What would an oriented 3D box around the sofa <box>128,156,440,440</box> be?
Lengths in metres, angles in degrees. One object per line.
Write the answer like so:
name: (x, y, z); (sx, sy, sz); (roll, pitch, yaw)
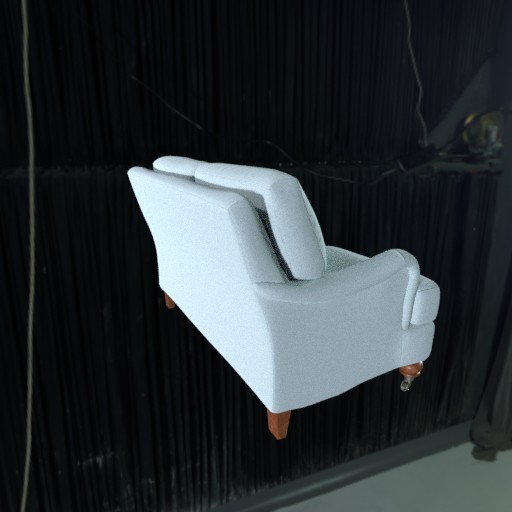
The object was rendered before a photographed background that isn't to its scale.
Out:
sofa: (0.000, 0.000, 2.603); (1.084, 1.101, 1.853); (-7, 17, -26)
